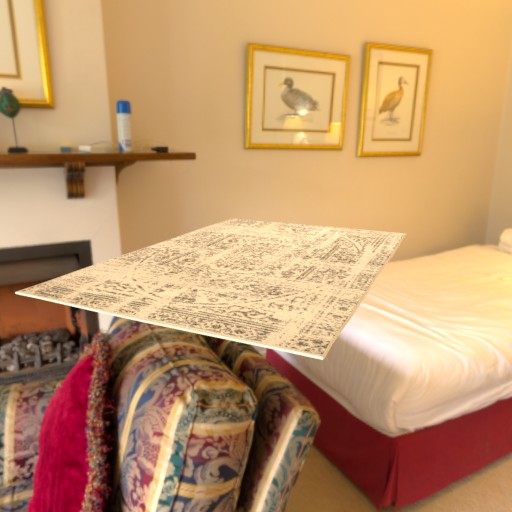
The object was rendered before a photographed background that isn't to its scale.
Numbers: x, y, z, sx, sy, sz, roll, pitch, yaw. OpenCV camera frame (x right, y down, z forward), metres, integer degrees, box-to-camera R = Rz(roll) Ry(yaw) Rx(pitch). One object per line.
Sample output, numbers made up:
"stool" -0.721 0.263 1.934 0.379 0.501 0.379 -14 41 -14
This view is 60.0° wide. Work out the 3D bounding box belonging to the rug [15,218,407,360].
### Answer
"rug" 0.000 0.000 3.065 1.706 0.026 2.438 7 17 24
